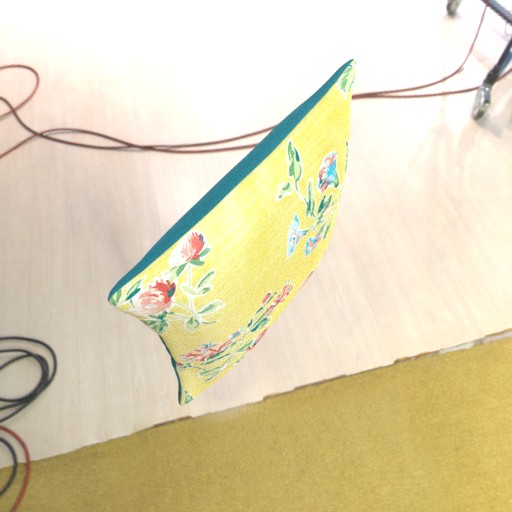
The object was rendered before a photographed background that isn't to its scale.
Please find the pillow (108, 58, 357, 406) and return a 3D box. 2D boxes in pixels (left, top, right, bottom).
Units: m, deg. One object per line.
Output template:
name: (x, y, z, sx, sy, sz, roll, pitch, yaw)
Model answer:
pillow: (0.000, 0.000, 0.807, 0.166, 0.508, 0.525, 33, 65, 18)
